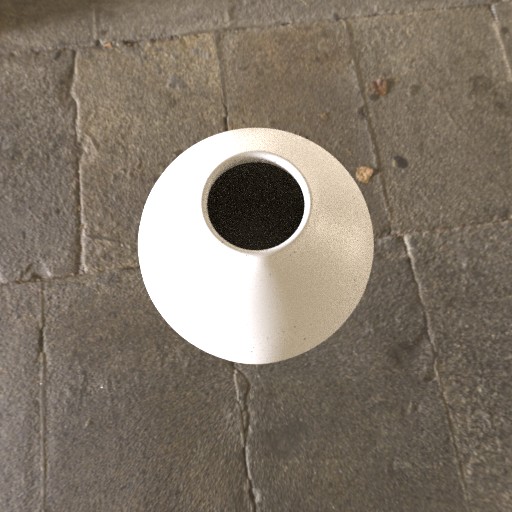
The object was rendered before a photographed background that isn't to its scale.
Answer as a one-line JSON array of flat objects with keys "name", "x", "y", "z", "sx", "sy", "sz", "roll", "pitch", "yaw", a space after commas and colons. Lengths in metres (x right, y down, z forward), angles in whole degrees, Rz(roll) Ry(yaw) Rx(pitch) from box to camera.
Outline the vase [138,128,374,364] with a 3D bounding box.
[{"name": "vase", "x": 0.000, "y": 0.000, "z": 0.359, "sx": 0.169, "sy": 0.240, "sz": 0.169, "roll": 0, "pitch": 76, "yaw": 0}]
